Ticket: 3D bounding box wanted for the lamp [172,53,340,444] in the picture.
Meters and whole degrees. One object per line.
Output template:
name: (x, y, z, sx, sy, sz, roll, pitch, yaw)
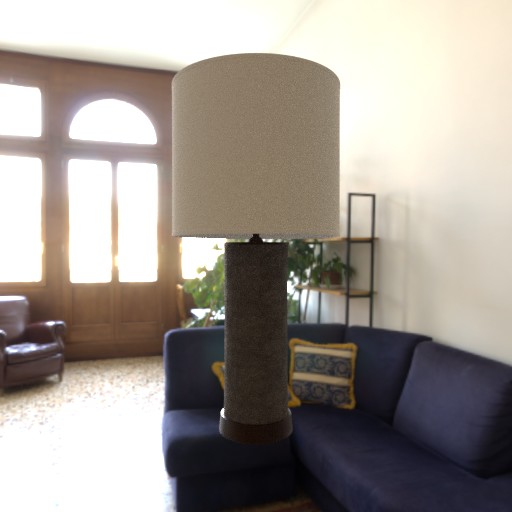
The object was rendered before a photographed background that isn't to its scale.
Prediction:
lamp: (0.000, 0.000, 0.807, 0.301, 0.630, 0.301, 0, 1, 36)
